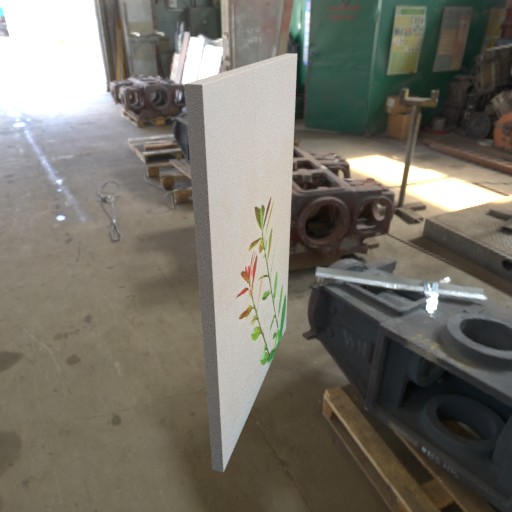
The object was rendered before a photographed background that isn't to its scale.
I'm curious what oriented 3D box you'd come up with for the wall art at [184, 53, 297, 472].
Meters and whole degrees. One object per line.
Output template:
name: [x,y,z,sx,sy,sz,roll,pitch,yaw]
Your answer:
wall art: [0.000,0.000,1.436,0.038,1.143,0.764,9,30,16]
